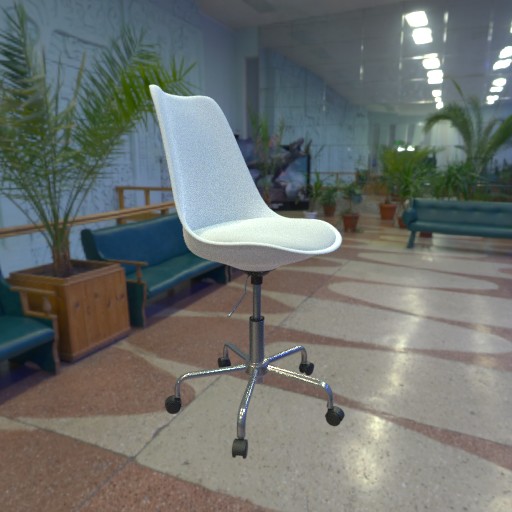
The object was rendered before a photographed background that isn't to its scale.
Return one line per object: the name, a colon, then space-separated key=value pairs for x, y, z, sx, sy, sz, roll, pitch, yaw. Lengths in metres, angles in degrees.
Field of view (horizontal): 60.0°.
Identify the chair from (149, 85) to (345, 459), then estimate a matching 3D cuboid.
chair: x=0.000 y=0.000 z=1.276 sx=0.550 sy=0.930 sz=0.550 roll=6 pitch=14 yaw=26
